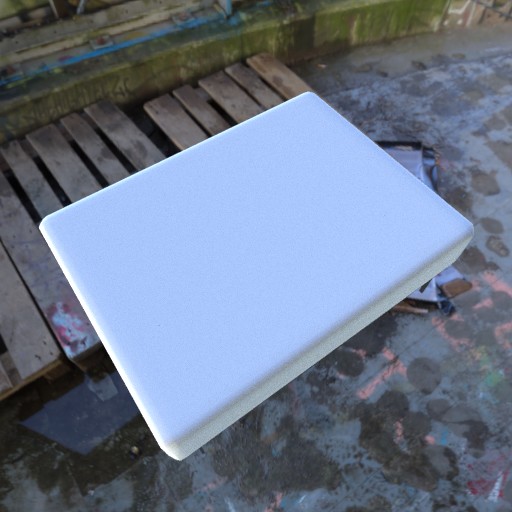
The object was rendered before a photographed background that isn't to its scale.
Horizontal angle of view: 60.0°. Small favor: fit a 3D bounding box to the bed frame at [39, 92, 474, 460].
[{"bbox_3d":[0.000,0.000,2.789,2.037,0.677,1.528,-31,62,-18],"label":"bed frame"}]
